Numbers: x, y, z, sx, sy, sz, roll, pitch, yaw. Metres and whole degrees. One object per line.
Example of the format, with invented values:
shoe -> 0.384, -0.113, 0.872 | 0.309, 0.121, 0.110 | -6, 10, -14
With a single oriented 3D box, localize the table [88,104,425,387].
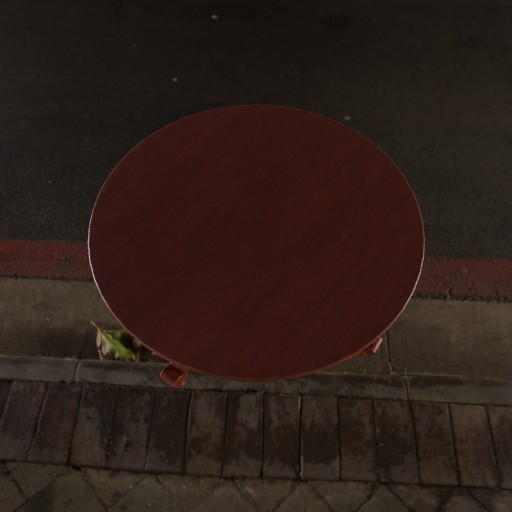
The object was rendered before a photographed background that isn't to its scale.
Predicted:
table -> 0.000, 0.000, 1.579 | 1.029, 0.486, 1.029 | 0, 58, 0
